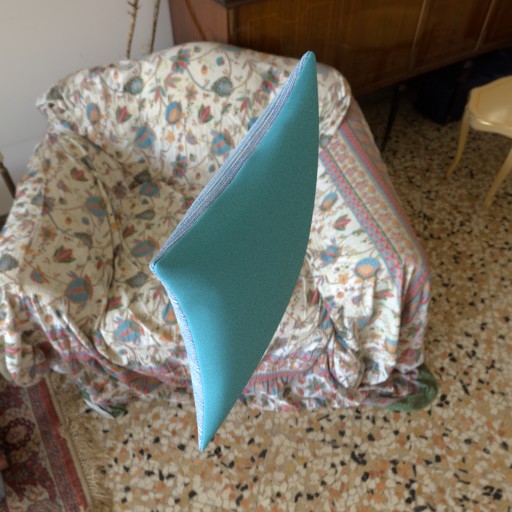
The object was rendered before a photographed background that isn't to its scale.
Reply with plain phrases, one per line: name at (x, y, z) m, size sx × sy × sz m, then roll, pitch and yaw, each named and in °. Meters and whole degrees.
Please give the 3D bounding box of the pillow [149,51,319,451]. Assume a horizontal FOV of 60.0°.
pillow at (0.000, 0.000, 0.757) m, size 0.150 × 0.497 × 0.514 m, roll 16°, pitch 49°, yaw 15°
